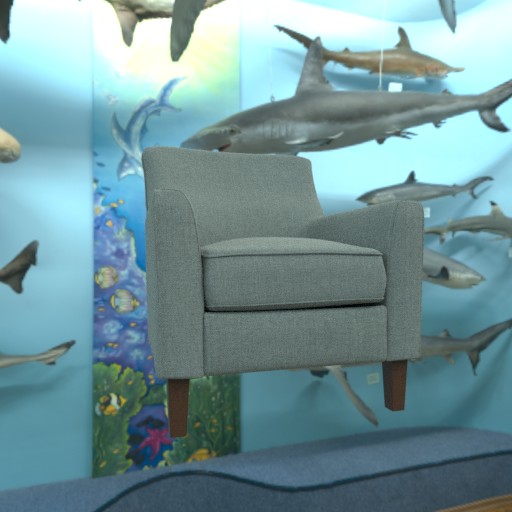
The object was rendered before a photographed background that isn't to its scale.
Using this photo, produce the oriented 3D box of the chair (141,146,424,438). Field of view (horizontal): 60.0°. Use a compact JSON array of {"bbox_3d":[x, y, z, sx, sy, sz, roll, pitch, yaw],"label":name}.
[{"bbox_3d":[0.000,0.000,1.799,0.887,1.047,0.993,0,0,-17],"label":"chair"}]
